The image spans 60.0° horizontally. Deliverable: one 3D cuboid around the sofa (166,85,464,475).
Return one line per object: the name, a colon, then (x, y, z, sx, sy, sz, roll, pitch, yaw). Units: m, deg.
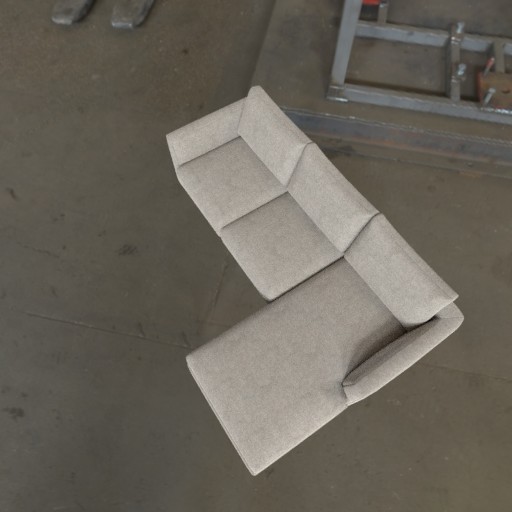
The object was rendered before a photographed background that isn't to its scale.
sofa: (0.000, 0.000, 3.226, 1.626, 0.864, 2.438, -30, 66, -15)
